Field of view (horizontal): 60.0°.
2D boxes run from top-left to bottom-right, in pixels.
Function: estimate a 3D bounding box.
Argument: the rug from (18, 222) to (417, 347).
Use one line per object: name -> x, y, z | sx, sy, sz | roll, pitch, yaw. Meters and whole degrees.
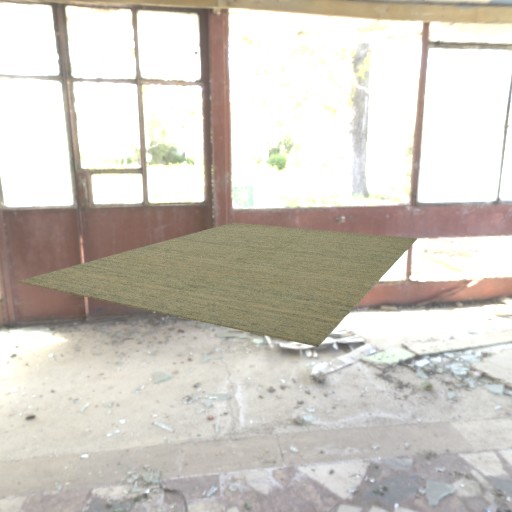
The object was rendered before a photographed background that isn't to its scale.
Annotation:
rug -> 0.000, 0.000, 4.211 | 2.437, 0.014, 3.201 | 7, 15, 27
